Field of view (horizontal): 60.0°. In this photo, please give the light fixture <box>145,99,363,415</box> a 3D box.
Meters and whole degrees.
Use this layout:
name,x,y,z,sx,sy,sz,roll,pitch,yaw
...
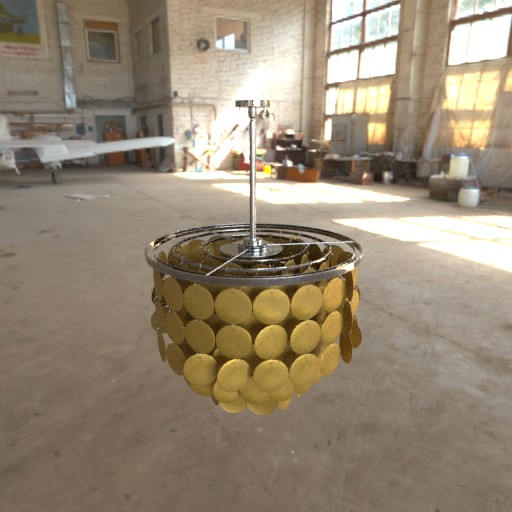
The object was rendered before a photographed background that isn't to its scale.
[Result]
name,x,y,z,sx,sy,sz,roll,pitch,yaw
light fixture,0.000,0.000,0.743,0.368,0.492,0.368,0,16,0
